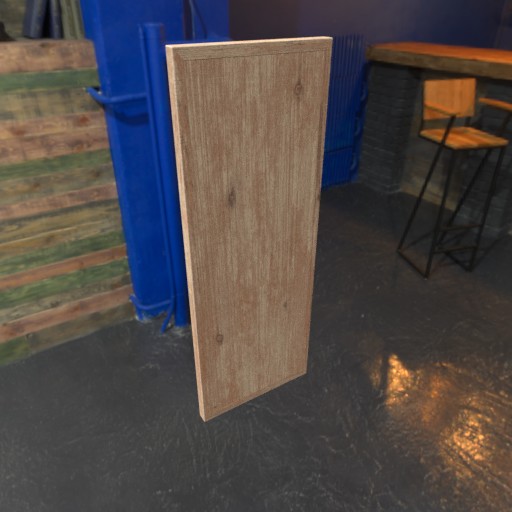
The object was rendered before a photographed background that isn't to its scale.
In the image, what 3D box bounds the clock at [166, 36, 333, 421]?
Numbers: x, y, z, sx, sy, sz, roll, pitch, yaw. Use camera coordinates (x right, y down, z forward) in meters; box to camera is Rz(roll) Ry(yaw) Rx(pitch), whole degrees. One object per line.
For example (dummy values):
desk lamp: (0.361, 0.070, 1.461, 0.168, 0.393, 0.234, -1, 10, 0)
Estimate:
clock: (0.000, 0.000, 1.102, 0.361, 0.965, 0.030, -17, 35, -27)
